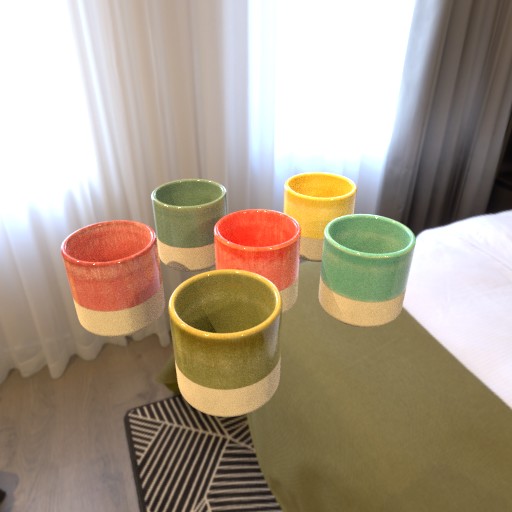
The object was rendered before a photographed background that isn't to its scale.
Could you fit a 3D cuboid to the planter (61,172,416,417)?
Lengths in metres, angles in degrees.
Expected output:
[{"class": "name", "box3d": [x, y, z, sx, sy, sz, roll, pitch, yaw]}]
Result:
[{"class": "planter", "box3d": [0.000, 0.000, 0.412, 0.257, 0.075, 0.286, 21, 37, 31]}]
